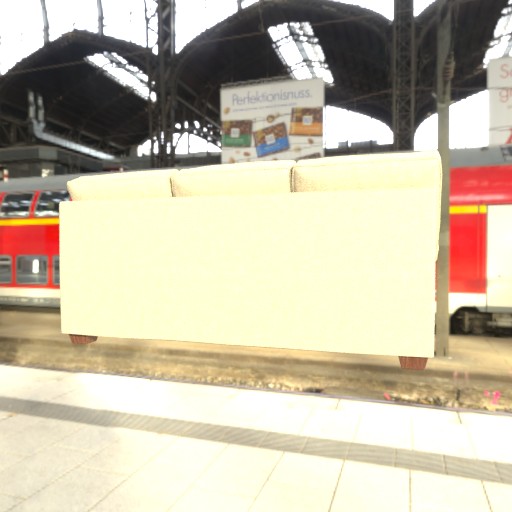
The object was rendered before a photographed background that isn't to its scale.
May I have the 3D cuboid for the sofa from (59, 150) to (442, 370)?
[{"bbox_3d":[0.000,0.000,2.614,1.962,0.973,1.027,0,1,17],"label":"sofa"}]
